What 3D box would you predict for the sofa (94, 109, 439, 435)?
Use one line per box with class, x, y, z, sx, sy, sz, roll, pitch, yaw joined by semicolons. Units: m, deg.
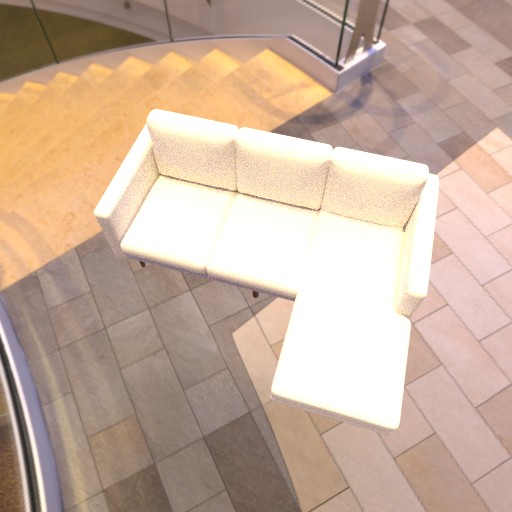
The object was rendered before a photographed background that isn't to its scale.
sofa;0.000;0.000;2.815;2.029;0.899;1.580;14;60;8
